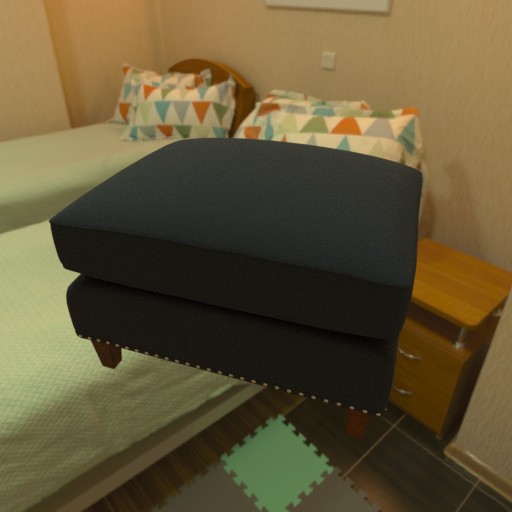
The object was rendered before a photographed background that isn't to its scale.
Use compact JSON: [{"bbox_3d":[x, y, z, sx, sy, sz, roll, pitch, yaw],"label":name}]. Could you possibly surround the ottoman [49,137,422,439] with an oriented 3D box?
[{"bbox_3d":[0.000,0.000,1.135,0.741,0.513,0.584,10,33,16],"label":"ottoman"}]
